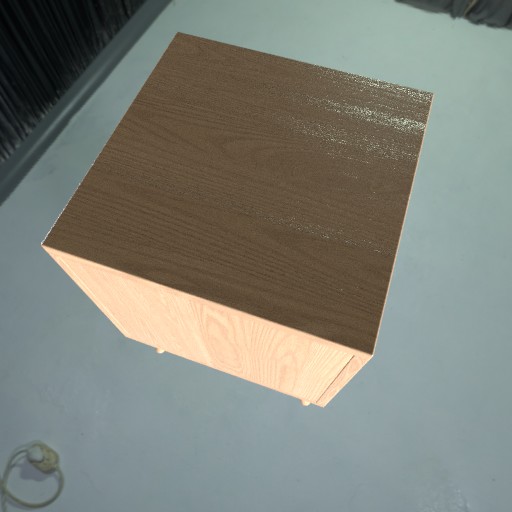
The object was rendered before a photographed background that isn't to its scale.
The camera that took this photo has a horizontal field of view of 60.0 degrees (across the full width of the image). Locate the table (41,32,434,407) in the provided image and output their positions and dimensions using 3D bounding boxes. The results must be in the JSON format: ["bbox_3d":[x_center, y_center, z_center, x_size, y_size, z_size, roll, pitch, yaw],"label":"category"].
[{"bbox_3d":[0.000,0.000,0.824,0.400,0.550,0.400,17,65,8],"label":"table"}]
